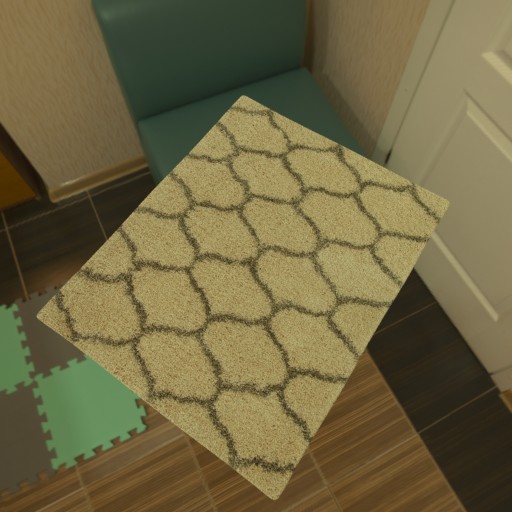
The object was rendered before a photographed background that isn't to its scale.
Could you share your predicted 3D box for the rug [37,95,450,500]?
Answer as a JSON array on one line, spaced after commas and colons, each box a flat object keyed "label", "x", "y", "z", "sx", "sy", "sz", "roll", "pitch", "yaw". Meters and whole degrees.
[{"label": "rug", "x": 0.000, "y": 0.000, "z": 3.930, "sx": 2.399, "sy": 0.026, "sz": 3.000, "roll": 32, "pitch": 68, "yaw": 14}]
